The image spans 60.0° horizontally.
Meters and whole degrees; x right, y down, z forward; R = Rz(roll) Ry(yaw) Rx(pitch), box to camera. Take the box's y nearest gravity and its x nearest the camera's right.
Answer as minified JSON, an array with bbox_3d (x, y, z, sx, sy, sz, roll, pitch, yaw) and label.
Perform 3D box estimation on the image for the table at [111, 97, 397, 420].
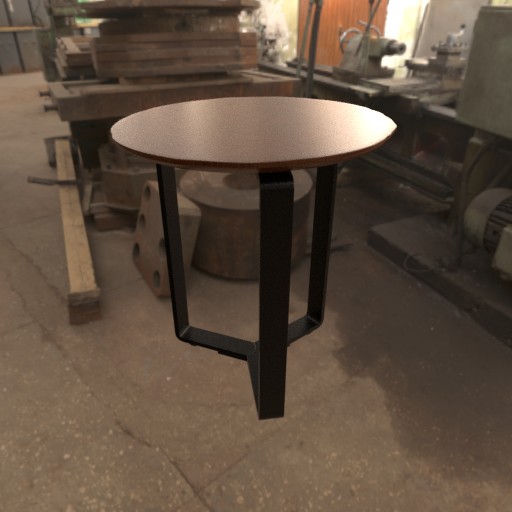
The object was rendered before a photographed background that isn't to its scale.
[{"bbox_3d":[0.000,0.000,0.753,0.410,0.450,0.380,-22,36,-33],"label":"table"}]
